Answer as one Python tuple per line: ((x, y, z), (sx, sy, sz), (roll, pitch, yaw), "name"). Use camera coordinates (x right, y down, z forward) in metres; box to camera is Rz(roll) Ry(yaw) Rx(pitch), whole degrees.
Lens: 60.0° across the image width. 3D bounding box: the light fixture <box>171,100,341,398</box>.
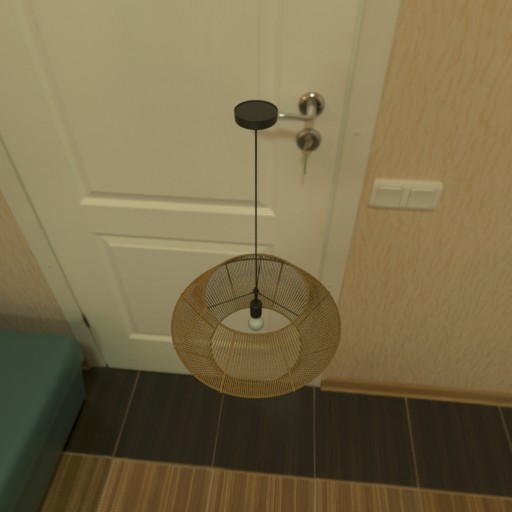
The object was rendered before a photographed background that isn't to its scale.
((0.000, 0.000, 1.434), (0.643, 1.009, 0.643), (0, 46, 0), "light fixture")
